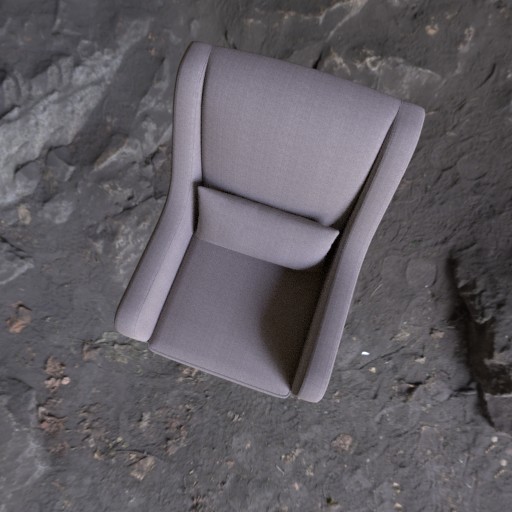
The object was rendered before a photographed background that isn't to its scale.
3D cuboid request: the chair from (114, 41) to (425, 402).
[{"bbox_3d":[0.000,0.000,1.610,0.715,1.017,0.890,18,76,5],"label":"chair"}]
